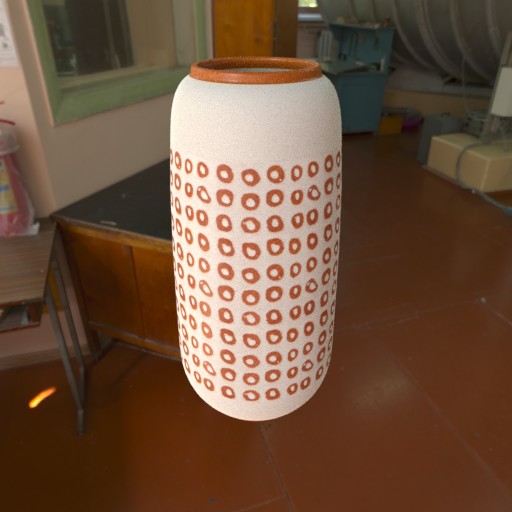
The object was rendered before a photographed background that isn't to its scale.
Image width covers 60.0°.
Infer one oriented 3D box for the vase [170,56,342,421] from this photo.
[{"bbox_3d":[0.000,0.000,0.351,0.133,0.282,0.133,0,30,0],"label":"vase"}]
